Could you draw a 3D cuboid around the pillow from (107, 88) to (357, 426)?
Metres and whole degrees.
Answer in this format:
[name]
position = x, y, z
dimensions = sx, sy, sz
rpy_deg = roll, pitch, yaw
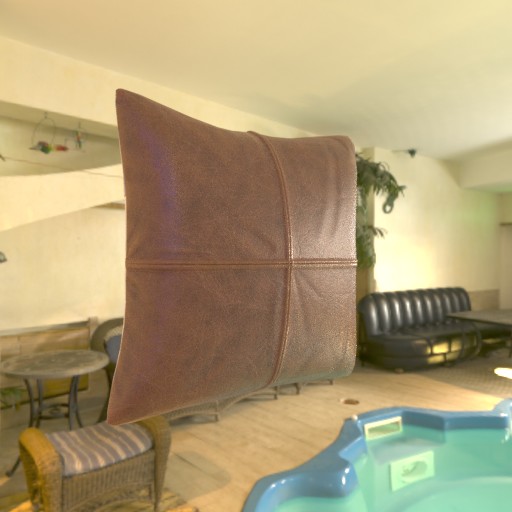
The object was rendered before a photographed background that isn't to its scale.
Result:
[pillow]
position = 0.000, 0.000, 0.731
dimensions = 0.484, 0.470, 0.192
rpy_deg = 0, 0, -36
